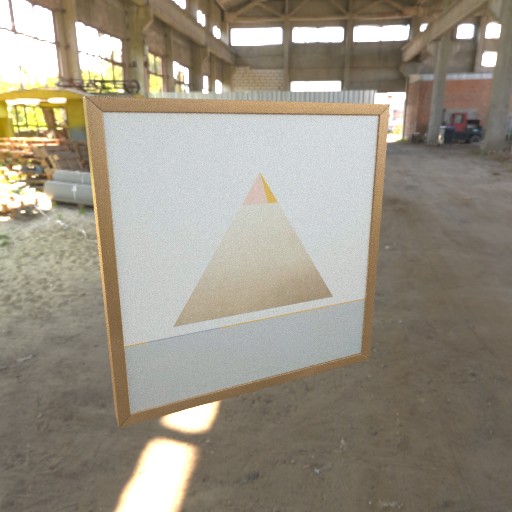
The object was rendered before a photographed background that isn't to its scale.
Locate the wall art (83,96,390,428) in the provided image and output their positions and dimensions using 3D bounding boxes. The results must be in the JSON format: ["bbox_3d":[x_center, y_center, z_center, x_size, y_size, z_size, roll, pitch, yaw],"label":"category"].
[{"bbox_3d":[0.000,0.000,0.774,0.513,0.511,0.038,-8,18,-24],"label":"wall art"}]
